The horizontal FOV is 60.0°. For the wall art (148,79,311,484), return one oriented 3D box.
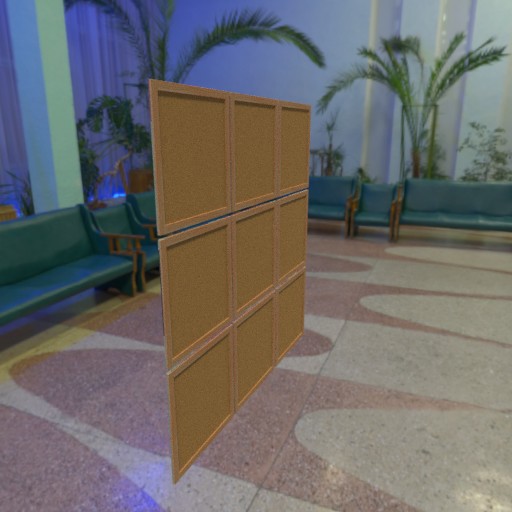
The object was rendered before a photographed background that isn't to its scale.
[{"bbox_3d":[0.000,0.000,2.234,0.013,1.519,1.521,7,17,25],"label":"wall art"}]
